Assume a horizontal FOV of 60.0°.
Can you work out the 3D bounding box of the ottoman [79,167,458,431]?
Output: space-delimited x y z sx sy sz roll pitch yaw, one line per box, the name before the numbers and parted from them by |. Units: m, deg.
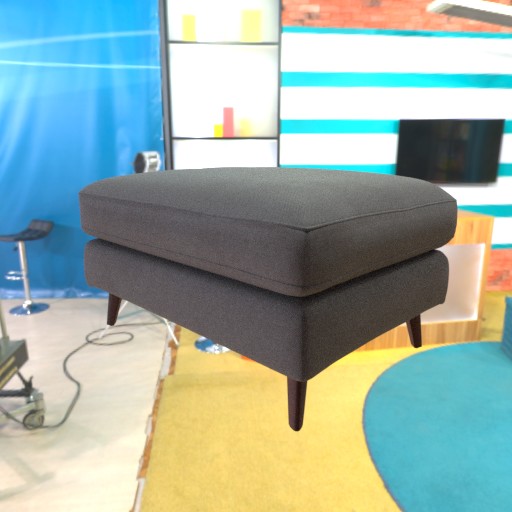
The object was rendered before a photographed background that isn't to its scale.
ottoman | 0.000 0.000 1.149 0.811 0.449 0.608 13 19 43
